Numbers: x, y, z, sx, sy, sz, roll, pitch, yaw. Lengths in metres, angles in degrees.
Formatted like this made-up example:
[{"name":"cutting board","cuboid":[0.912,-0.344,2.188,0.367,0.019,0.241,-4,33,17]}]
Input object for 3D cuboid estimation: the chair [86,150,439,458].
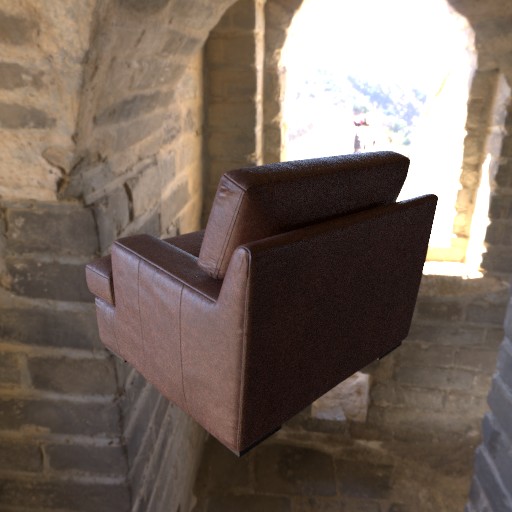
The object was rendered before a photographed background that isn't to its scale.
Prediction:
[{"name":"chair","cuboid":[0.000,0.000,2.007,1.168,0.939,1.143,-17,25,-41]}]
